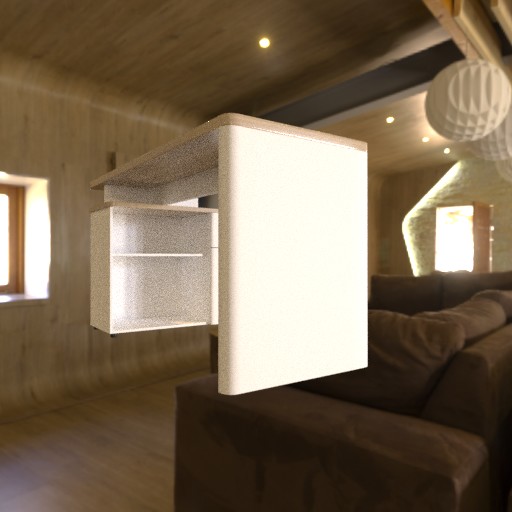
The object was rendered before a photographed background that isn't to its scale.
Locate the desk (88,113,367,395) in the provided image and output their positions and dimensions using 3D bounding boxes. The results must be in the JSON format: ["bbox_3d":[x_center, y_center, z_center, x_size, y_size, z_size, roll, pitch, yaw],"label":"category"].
[{"bbox_3d":[0.000,0.000,2.098,1.175,0.770,1.400,0,0,-35],"label":"desk"}]
